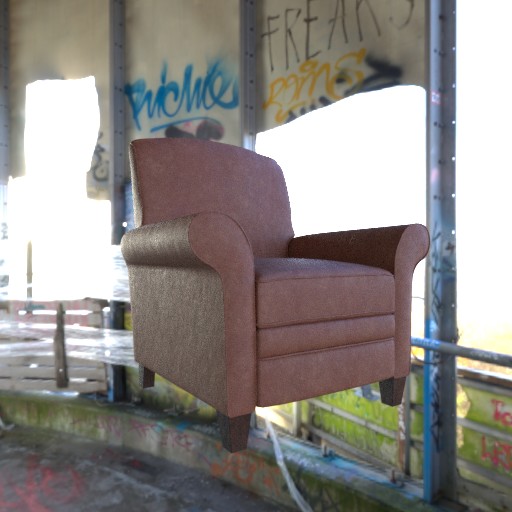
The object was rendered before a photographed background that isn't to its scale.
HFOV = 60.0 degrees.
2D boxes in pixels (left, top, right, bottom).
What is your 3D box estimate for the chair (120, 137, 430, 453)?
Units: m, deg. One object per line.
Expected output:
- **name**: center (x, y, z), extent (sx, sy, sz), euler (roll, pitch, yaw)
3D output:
- **chair**: center (0.000, 0.000, 1.731), extent (0.978, 1.061, 0.902), euler (0, 0, -34)
